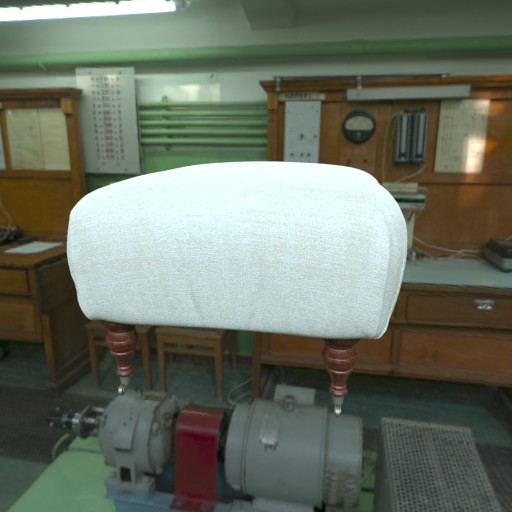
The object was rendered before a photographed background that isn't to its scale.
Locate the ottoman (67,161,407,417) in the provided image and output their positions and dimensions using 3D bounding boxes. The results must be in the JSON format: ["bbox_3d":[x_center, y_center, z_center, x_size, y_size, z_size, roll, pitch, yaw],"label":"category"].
[{"bbox_3d":[0.000,0.000,1.106,0.622,0.450,0.747,2,15,9],"label":"ottoman"}]
